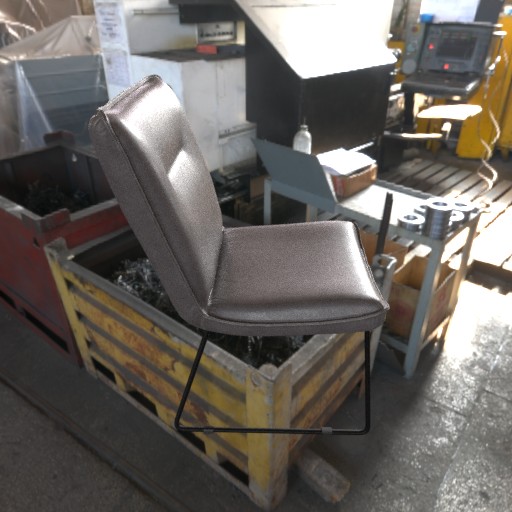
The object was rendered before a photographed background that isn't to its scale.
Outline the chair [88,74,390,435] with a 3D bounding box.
[{"bbox_3d":[0.000,0.000,1.299,0.688,0.932,0.515,1,31,1],"label":"chair"}]
